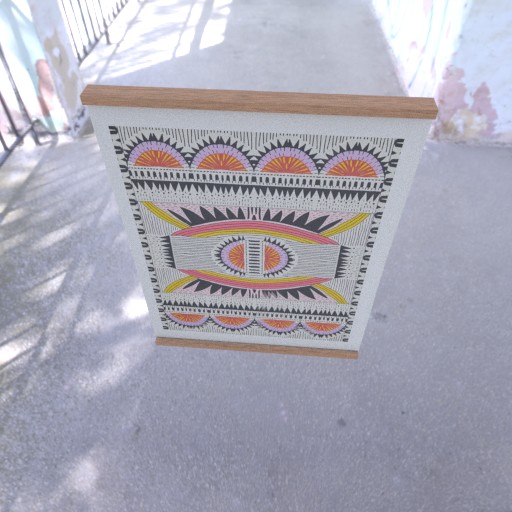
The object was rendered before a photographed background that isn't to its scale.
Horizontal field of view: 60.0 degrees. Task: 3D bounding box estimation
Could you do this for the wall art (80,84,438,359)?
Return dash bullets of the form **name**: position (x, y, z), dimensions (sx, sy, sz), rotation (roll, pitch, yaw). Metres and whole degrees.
- **wall art**: position (0.000, 0.000, 0.694), dimensions (0.403, 0.527, 0.028), rotation (3, 47, 3)
